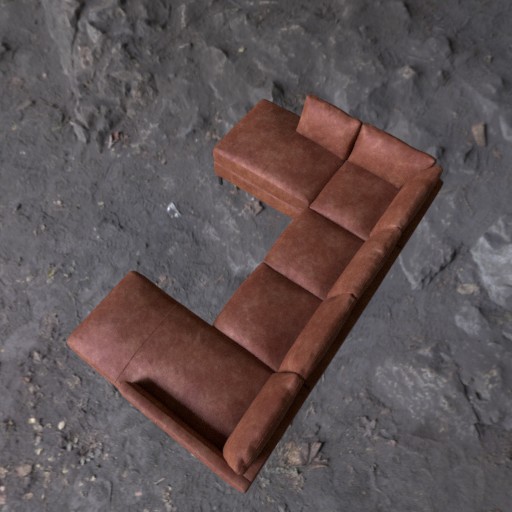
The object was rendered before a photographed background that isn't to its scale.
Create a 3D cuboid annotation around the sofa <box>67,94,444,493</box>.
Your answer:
[{"bbox_3d":[0.000,0.000,3.702,1.939,0.900,2.956,33,67,15],"label":"sofa"}]
